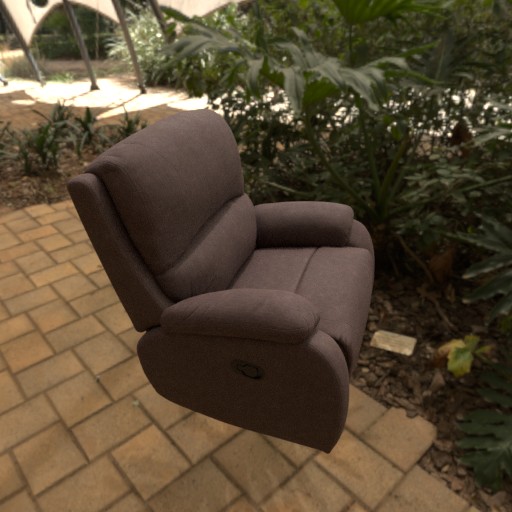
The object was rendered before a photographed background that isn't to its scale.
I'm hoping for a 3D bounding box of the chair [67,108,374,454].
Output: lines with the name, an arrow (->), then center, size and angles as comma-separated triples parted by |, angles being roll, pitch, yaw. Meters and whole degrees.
chair -> 0.000, 0.000, 1.722 | 0.899, 1.011, 0.930 | 10, 31, 16
